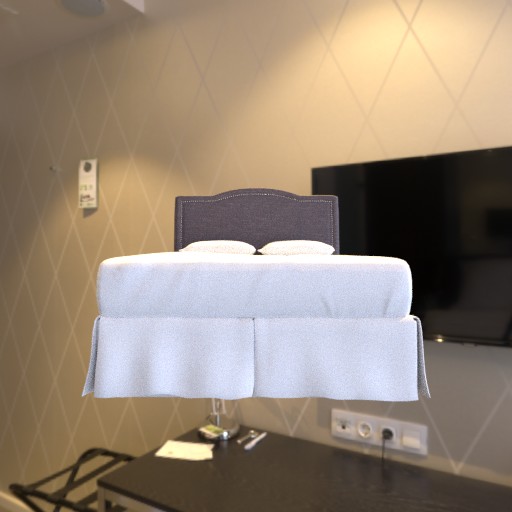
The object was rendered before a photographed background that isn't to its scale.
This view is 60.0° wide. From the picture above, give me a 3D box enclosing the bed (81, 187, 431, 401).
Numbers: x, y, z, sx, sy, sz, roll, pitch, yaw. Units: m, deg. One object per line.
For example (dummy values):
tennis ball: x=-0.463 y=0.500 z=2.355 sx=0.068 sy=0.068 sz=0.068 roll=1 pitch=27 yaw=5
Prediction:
bed: x=0.000 y=0.000 z=3.393 sx=1.741 sy=1.441 sz=2.507 roll=0 pitch=-1 yaw=1
